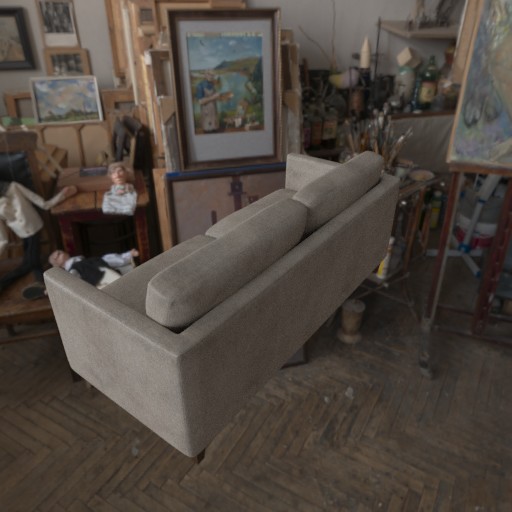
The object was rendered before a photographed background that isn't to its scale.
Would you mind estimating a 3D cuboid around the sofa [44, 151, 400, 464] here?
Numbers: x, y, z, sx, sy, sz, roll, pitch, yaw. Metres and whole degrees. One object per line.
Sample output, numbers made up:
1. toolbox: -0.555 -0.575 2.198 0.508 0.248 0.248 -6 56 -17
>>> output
1. sofa: 0.000 0.000 2.747 0.951 0.965 2.208 22 38 31
